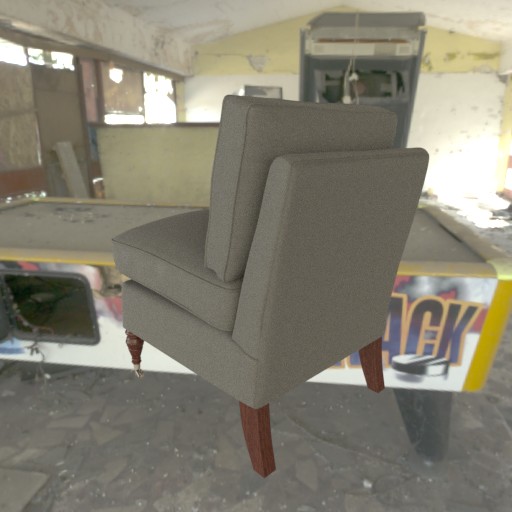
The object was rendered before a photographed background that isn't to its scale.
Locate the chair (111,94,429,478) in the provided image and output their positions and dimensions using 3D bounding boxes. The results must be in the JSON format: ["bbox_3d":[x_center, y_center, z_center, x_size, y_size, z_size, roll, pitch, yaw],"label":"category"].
[{"bbox_3d":[0.000,0.000,1.612,0.724,1.045,0.924,-15,21,-42],"label":"chair"}]
